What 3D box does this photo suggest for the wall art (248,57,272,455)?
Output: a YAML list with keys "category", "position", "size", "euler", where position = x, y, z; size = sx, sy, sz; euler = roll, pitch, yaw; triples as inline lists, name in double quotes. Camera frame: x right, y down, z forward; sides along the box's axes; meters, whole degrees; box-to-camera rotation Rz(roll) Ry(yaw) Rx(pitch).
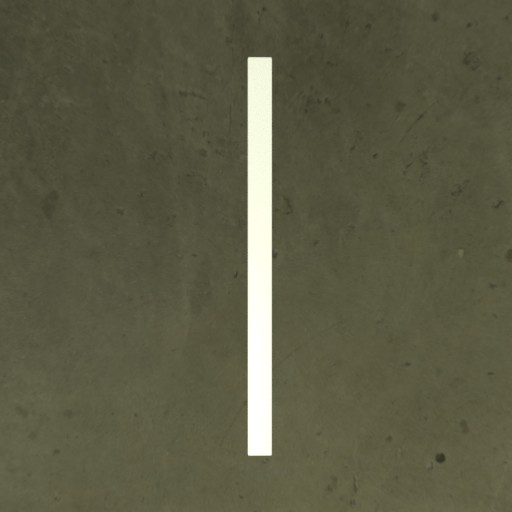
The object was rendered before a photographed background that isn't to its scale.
- category: "wall art"
  position: [0.000, 0.000, 0.781]
  size: [0.028, 0.556, 0.454]
  euler: [0, 90, -1]
